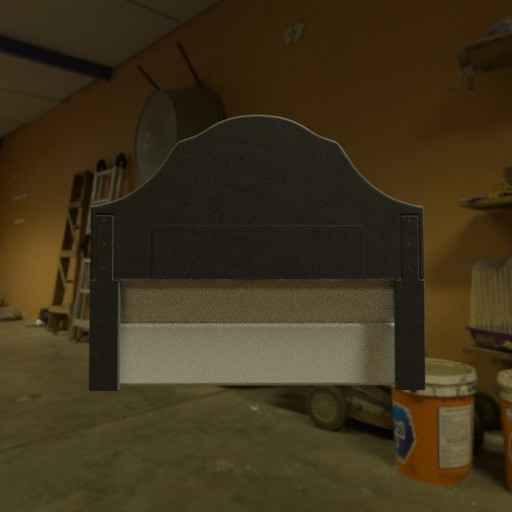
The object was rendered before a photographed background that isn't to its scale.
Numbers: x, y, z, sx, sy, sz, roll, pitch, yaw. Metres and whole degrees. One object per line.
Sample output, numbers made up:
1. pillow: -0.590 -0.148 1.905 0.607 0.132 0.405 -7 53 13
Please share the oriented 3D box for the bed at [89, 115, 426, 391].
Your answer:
1. bed: 0.000 0.000 3.690 2.008 1.615 2.214 0 -1 -1
